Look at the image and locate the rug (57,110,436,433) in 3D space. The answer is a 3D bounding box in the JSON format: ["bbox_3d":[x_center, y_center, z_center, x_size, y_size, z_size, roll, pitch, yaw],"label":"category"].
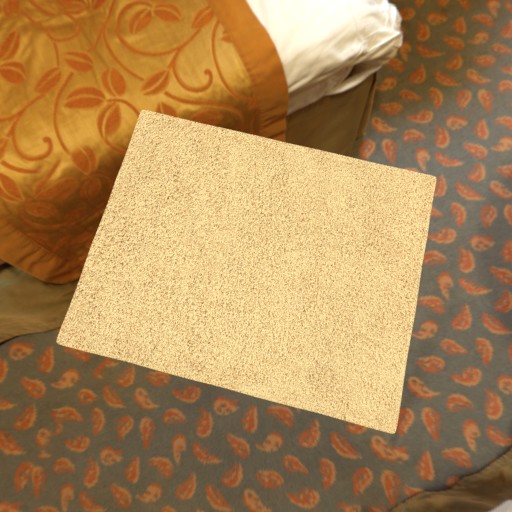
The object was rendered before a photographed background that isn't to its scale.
[{"bbox_3d":[0.000,0.000,4.141,3.047,0.029,2.438,14,75,4],"label":"rug"}]
